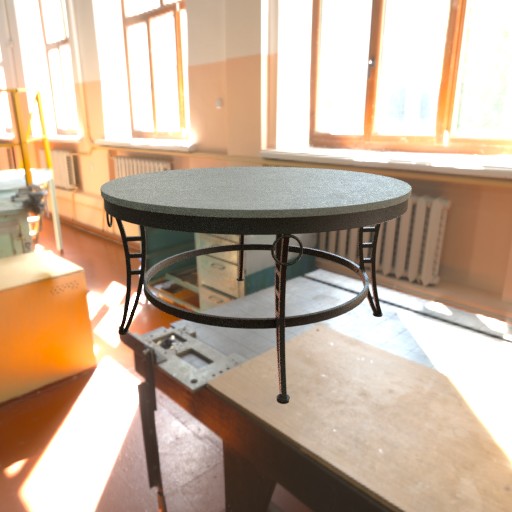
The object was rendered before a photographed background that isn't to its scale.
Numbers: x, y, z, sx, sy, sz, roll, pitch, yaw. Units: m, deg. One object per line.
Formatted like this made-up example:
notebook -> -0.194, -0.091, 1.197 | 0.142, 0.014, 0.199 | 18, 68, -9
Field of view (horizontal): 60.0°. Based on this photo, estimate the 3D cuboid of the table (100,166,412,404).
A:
table -> 0.000, 0.000, 1.403 | 0.889, 0.470, 0.889 | 0, 17, 0
